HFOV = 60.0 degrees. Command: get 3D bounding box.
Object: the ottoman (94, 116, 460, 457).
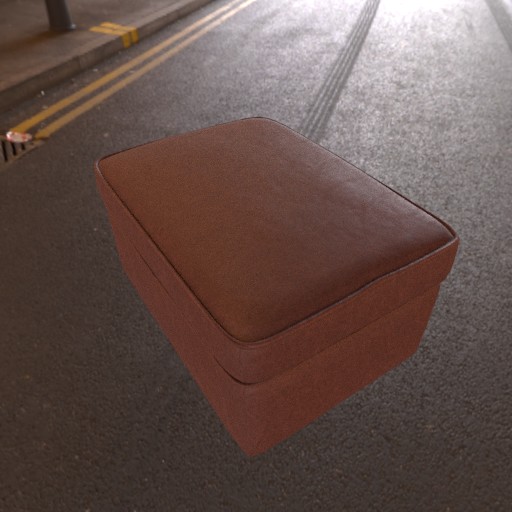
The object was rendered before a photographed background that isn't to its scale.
[{"bbox_3d":[0.000,0.000,1.117,0.548,0.449,0.749,-23,45,-25],"label":"ottoman"}]
